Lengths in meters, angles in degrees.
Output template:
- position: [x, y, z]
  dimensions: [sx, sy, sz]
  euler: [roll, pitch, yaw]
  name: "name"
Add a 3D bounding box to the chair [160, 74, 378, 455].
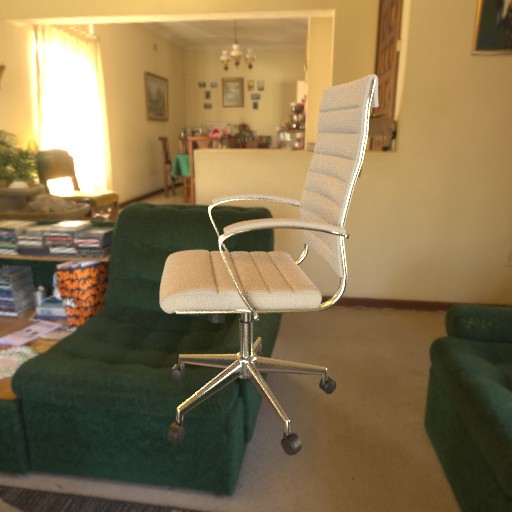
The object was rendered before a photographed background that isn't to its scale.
- position: [0.000, 0.000, 1.553]
  dimensions: [0.667, 1.149, 0.679]
  euler: [-2, 16, -9]
  name: "chair"
